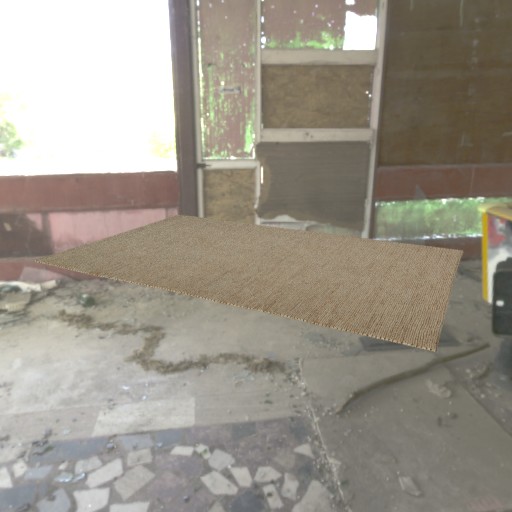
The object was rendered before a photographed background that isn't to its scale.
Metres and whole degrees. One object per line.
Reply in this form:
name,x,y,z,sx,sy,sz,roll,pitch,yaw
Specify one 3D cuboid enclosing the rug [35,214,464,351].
rug,0.000,0.000,2.961,2.439,0.011,1.533,9,20,26
